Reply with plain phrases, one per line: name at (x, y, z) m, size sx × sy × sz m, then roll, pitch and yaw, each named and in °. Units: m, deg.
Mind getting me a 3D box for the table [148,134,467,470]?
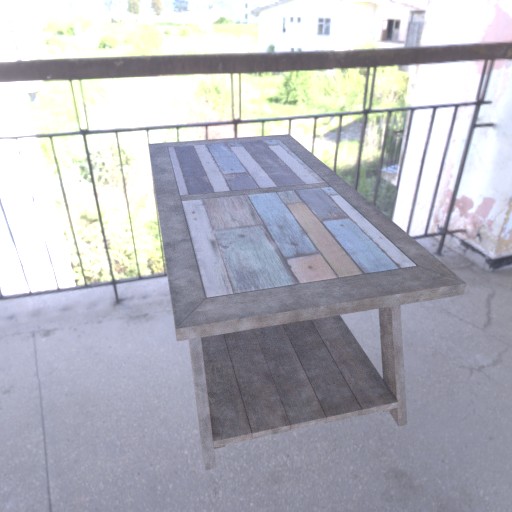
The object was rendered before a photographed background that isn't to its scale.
table at (0.000, 0.000, 1.498) m, size 0.610 × 0.470 × 1.219 m, roll -7°, pitch 31°, yaw -12°
